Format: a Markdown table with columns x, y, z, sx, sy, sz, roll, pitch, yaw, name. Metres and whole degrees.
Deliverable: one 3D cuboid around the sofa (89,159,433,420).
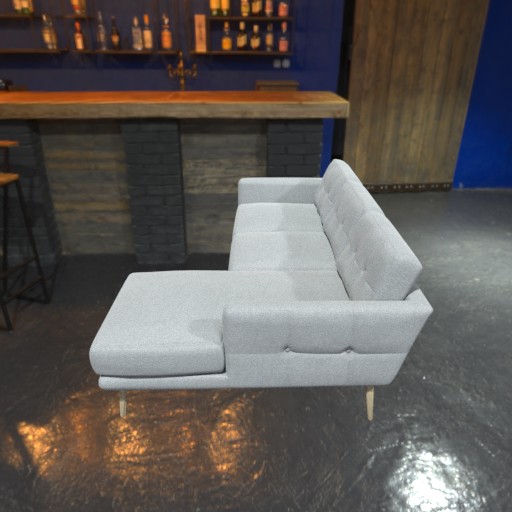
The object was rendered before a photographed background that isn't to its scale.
| x | y | z | sx | sy | sz | roll | pitch | yaw | name |
| --- | --- | --- | --- | --- | --- | --- | --- | --- | --- |
| 0.000 | 0.000 | 2.889 | 1.530 | 0.860 | 2.040 | 0 | 26 | 0 | sofa |
